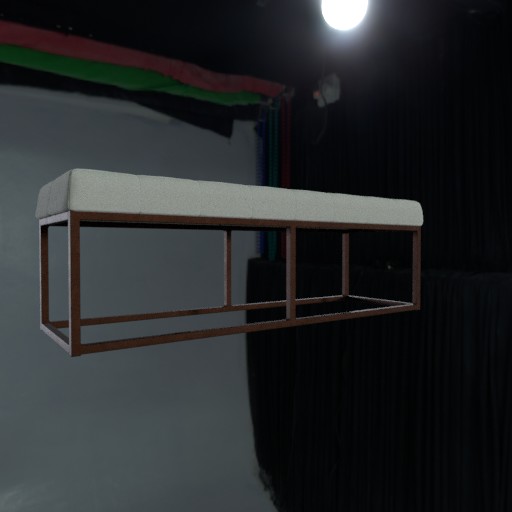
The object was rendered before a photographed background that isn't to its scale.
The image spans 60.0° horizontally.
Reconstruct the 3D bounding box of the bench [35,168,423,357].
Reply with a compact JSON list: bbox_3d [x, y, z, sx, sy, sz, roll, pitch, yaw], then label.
[{"bbox_3d":[0.000,0.000,1.722,1.488,0.488,0.479,-1,2,-35],"label":"bench"}]
